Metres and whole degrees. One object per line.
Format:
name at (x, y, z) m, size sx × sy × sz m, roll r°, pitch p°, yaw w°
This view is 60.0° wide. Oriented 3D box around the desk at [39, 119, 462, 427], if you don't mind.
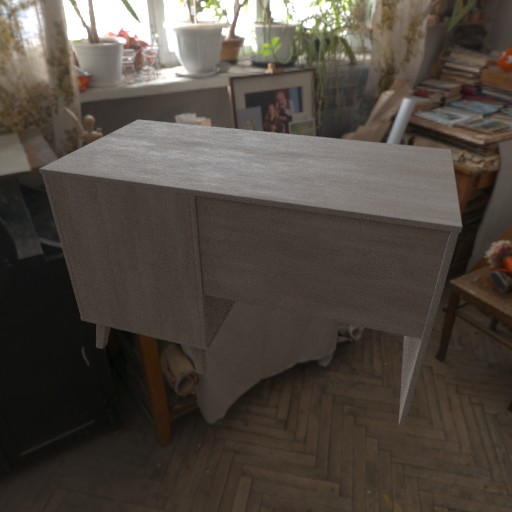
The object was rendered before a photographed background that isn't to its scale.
desk at (0.000, 0.000, 1.687) m, size 1.251 × 0.770 × 0.600 m, roll 10°, pitch 34°, yaw 15°
